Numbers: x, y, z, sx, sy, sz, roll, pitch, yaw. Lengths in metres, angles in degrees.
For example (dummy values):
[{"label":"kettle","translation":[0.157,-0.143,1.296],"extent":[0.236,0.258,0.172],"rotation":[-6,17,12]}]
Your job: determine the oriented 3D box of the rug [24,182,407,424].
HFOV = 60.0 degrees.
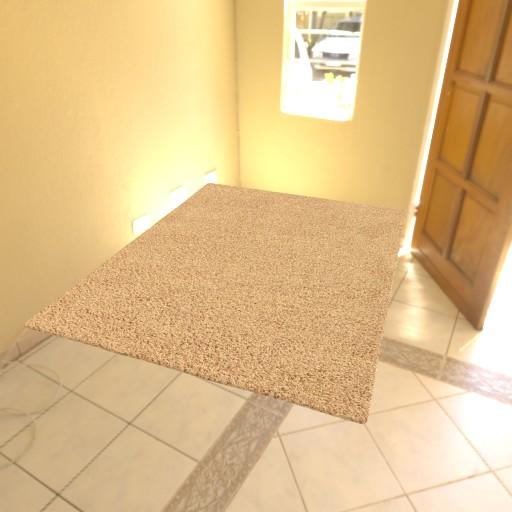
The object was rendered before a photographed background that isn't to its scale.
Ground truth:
[{"label":"rug","translation":[0.000,0.000,4.042],"extent":[2.438,0.029,3.047],"rotation":[11,32,18]}]
